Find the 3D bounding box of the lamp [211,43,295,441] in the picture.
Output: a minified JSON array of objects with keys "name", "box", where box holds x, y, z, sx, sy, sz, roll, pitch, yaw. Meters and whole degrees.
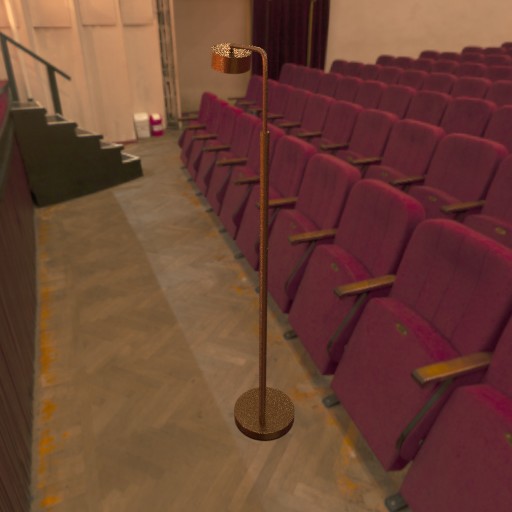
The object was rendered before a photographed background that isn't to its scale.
[{"name":"lamp","box":[0.000,0.000,1.429,0.219,1.230,0.418,-8,29,-16]}]
